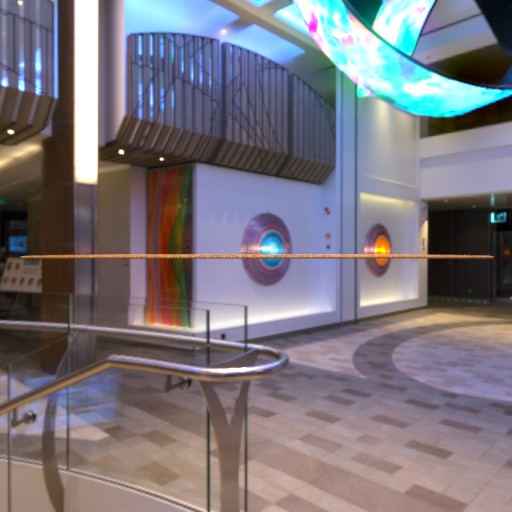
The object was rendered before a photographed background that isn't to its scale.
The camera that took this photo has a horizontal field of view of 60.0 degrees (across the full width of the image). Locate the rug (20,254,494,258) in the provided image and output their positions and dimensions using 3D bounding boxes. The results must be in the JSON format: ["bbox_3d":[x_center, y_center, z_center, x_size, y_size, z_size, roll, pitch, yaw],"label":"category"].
[{"bbox_3d":[0.000,0.000,3.738,2.916,0.019,2.043,0,0,-1],"label":"rug"}]
